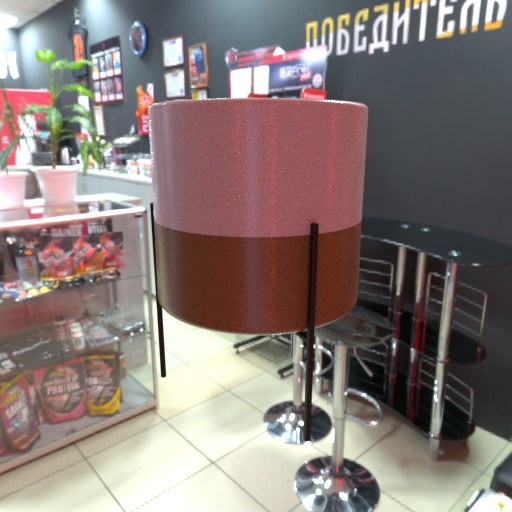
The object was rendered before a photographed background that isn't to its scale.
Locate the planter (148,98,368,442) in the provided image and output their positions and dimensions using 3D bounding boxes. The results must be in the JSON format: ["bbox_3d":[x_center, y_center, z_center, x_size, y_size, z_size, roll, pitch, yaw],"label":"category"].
[{"bbox_3d":[0.000,0.000,0.672,0.310,0.432,0.310,-2,15,-9],"label":"planter"}]
